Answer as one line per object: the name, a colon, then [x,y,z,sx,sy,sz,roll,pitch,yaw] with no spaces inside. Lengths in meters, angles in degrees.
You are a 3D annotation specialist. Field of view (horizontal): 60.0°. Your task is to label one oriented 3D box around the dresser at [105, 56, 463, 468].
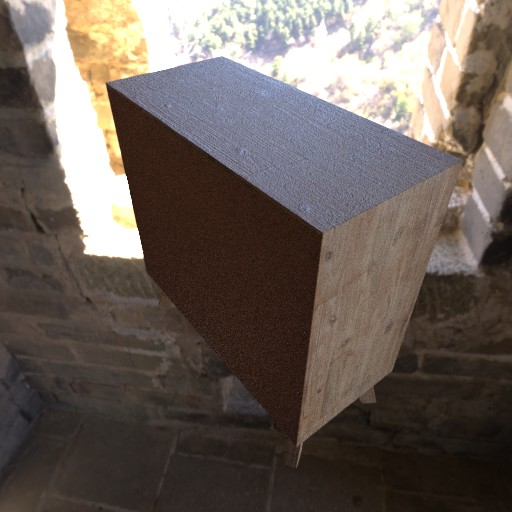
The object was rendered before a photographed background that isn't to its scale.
dresser: [0.000,0.000,1.564,0.455,1.029,0.998,-27,47,-28]
